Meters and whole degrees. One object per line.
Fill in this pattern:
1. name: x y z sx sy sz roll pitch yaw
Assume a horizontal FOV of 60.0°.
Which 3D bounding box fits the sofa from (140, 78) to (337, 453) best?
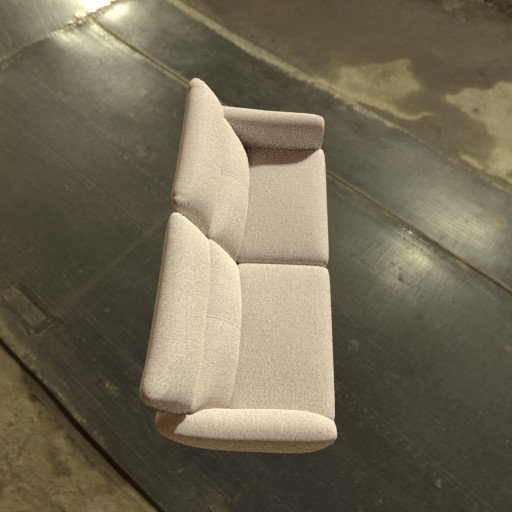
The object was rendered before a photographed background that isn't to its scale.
1. sofa: 0.000 0.000 2.509 0.856 0.956 2.015 2 63 1
